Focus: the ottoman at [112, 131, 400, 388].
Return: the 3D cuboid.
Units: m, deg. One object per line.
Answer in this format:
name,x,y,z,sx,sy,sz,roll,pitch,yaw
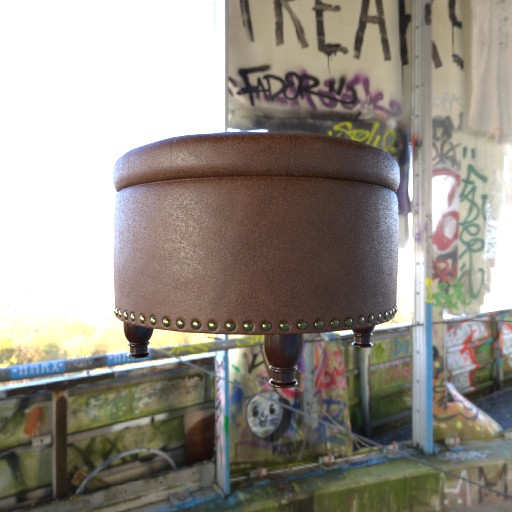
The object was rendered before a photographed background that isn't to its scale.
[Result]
ottoman,0.000,0.000,1.033,0.637,0.442,0.637,0,1,0
